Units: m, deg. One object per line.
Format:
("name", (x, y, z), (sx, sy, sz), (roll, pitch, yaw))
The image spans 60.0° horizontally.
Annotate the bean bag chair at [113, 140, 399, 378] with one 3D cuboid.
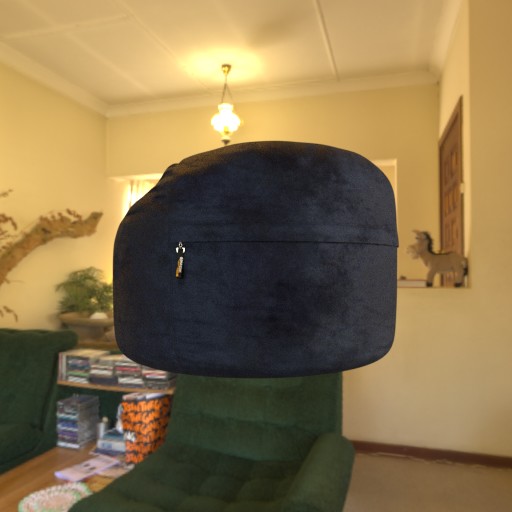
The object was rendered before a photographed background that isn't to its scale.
("bean bag chair", (0.000, 0.000, 1.487), (0.918, 0.616, 0.918), (0, -1, 0))
